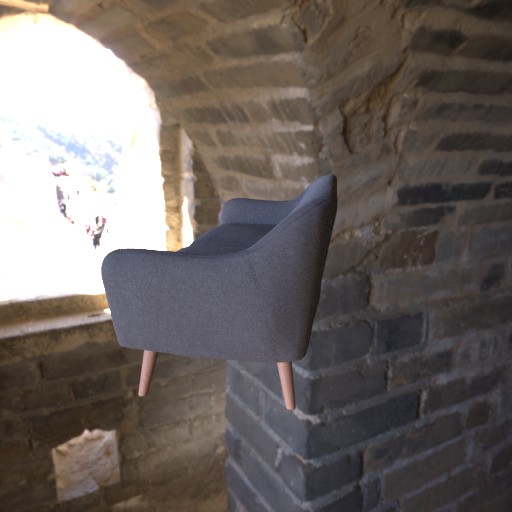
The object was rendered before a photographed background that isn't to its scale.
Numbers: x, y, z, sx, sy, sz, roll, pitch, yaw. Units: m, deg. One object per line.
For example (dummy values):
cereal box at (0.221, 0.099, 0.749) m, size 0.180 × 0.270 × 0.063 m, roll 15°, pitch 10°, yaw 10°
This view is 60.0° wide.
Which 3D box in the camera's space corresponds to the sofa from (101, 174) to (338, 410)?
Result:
sofa at (0.000, 0.000, 2.344) m, size 0.820 × 0.820 × 1.840 m, roll 2°, pitch 13°, yaw 10°
